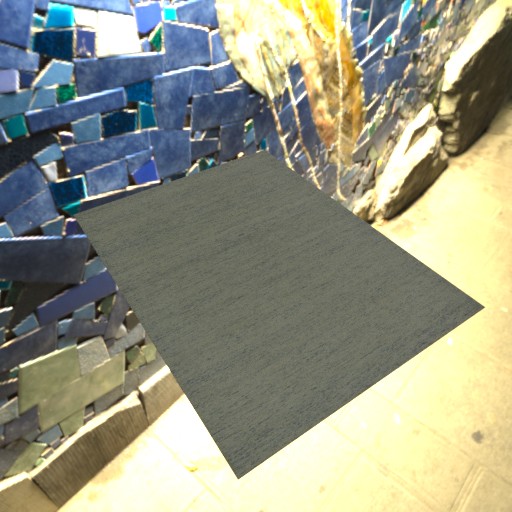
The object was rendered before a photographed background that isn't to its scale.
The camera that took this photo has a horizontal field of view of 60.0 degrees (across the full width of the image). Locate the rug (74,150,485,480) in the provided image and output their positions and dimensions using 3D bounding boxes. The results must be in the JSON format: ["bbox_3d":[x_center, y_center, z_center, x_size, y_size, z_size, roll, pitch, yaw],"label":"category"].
[{"bbox_3d":[0.000,0.000,4.159,2.438,0.006,3.197,-25,48,-25],"label":"rug"}]
